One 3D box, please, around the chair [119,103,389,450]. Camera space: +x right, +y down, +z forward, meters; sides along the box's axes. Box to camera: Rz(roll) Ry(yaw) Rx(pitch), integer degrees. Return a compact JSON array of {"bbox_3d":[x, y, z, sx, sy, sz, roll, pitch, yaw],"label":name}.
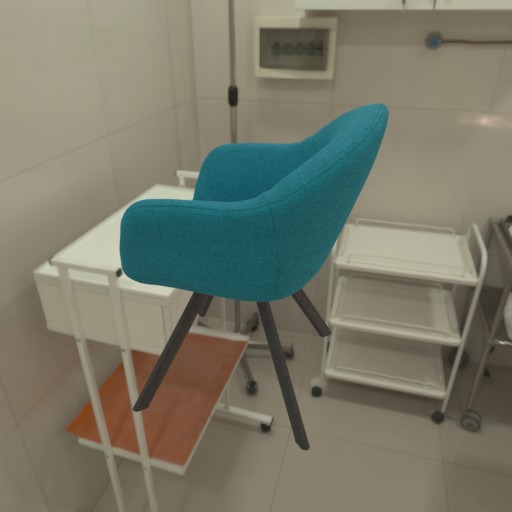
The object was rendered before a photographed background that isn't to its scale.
[{"bbox_3d":[0.000,0.000,1.153,0.565,0.775,0.545,7,30,13],"label":"chair"}]
